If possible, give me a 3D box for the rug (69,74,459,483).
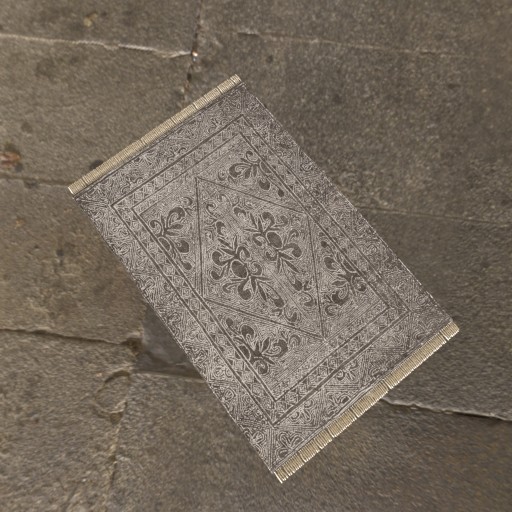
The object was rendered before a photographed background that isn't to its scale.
[{"bbox_3d":[0.000,0.000,3.033,1.529,0.010,2.440,-37,79,-8],"label":"rug"}]
